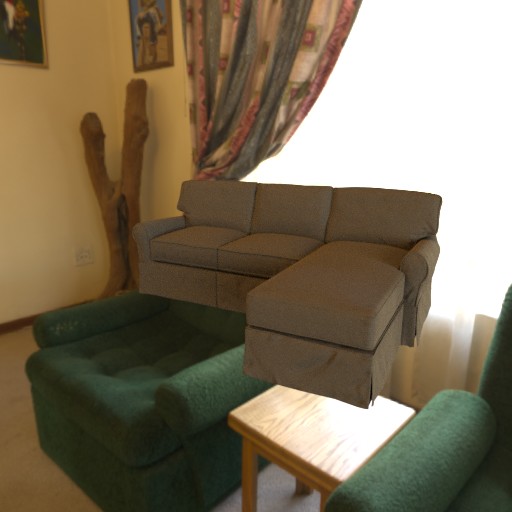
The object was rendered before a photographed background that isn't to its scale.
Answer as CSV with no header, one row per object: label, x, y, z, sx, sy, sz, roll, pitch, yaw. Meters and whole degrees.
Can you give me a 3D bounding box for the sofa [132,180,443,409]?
sofa,0.000,0.000,3.373,2.475,0.978,1.733,8,17,27
